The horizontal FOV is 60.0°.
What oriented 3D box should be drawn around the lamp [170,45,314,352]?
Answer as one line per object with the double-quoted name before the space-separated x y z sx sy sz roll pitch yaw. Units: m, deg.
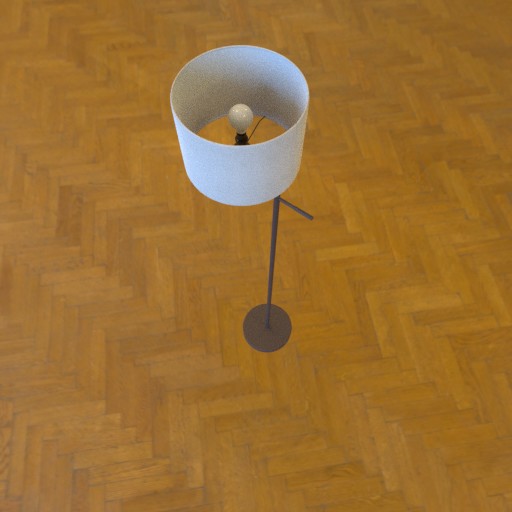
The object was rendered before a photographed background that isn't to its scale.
"lamp" 0.000 0.000 1.733 0.416 1.600 0.324 33 68 15
